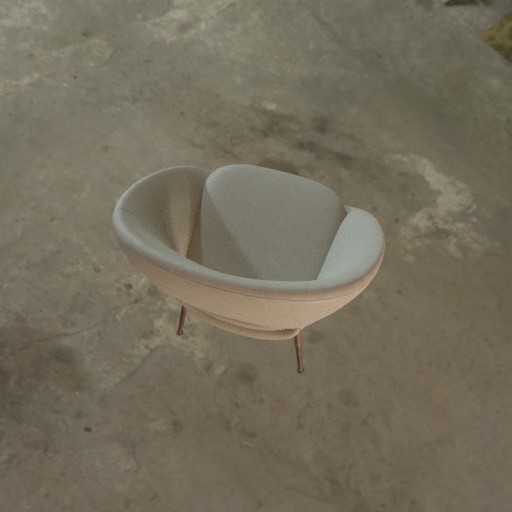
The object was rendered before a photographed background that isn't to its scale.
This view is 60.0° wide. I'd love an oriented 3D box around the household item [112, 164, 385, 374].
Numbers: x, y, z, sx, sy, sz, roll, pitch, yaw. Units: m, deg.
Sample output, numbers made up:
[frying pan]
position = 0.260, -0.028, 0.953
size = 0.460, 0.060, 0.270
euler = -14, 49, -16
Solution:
[household item]
position = 0.000, 0.000, 1.257
size = 0.623, 0.852, 0.573
euler = 16, 65, 8
